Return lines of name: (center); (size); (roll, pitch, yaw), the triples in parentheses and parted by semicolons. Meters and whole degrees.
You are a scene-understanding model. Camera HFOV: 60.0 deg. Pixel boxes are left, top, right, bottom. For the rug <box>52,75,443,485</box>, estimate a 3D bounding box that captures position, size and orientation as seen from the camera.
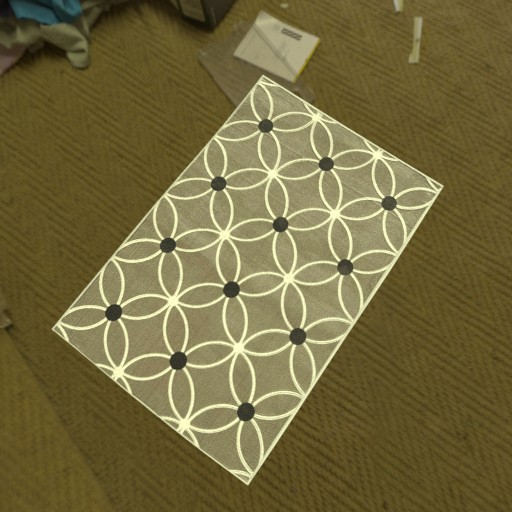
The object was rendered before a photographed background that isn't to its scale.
rug: (0.000, 0.000, 2.887); (1.522, 0.008, 2.284); (35, 78, 9)
